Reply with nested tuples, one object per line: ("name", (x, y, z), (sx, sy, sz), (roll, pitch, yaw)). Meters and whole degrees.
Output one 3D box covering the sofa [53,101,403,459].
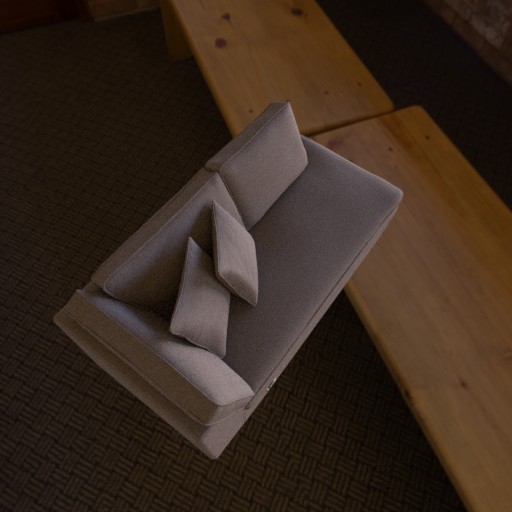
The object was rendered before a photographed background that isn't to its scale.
("sofa", (0.000, 0.000, 2.931), (1.110, 1.033, 2.237), (33, 64, 18))
